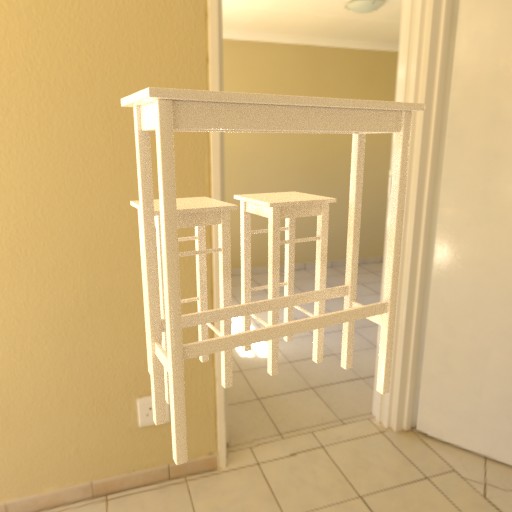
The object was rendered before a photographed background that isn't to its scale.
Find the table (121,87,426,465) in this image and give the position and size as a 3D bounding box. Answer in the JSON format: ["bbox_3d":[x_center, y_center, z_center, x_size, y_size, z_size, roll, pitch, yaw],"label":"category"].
[{"bbox_3d":[0.000,0.000,1.649,0.915,1.065,0.650,-7,16,-27],"label":"table"}]
